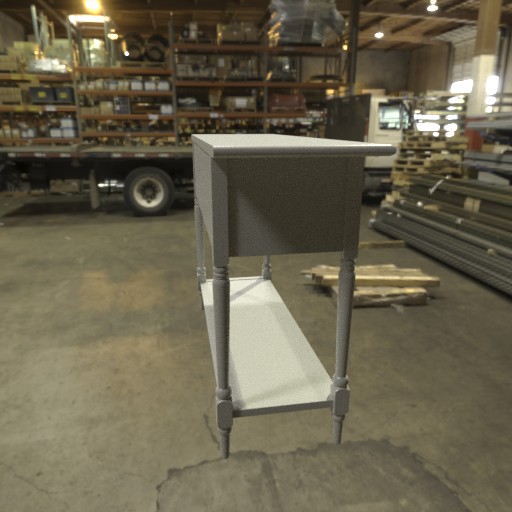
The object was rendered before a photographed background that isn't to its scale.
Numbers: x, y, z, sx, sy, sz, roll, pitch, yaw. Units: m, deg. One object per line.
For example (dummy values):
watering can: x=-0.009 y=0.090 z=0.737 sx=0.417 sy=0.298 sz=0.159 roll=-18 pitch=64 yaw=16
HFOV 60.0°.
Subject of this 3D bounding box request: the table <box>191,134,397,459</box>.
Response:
table: x=0.000 y=0.000 z=1.567 sx=0.384 sy=0.808 sz=1.197 roll=-3 pitch=17 yaw=-10
